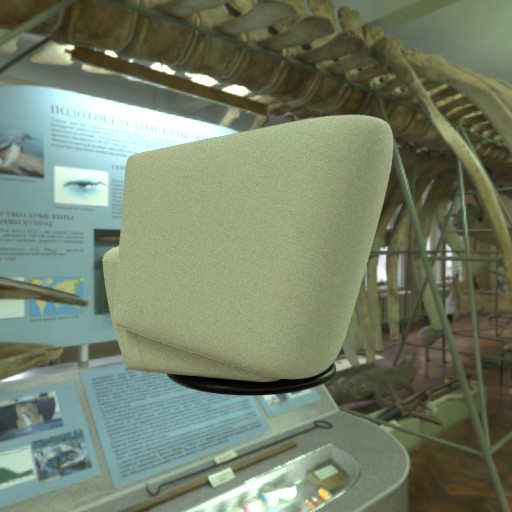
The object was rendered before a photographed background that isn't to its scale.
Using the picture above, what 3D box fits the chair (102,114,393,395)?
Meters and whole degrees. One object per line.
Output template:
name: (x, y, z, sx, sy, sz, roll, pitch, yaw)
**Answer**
chair: (0.000, 0.000, 1.672, 0.986, 0.861, 0.822, 0, 1, 18)
